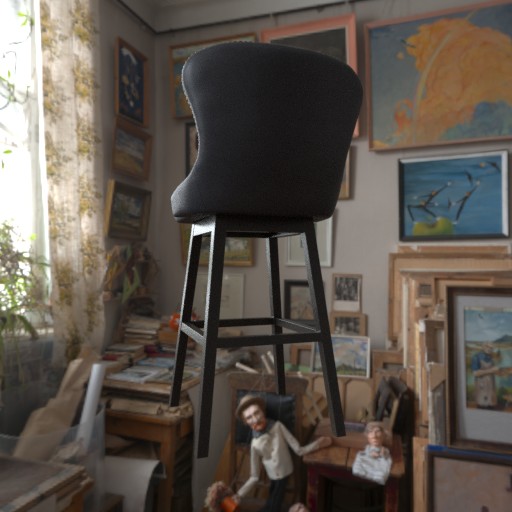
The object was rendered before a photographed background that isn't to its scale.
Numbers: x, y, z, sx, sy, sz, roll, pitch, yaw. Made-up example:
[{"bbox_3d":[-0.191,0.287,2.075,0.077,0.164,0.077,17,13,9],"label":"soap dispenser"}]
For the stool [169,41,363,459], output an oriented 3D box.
[{"bbox_3d":[0.000,0.000,1.374,0.528,1.050,0.601,0,-1,-20],"label":"stool"}]
